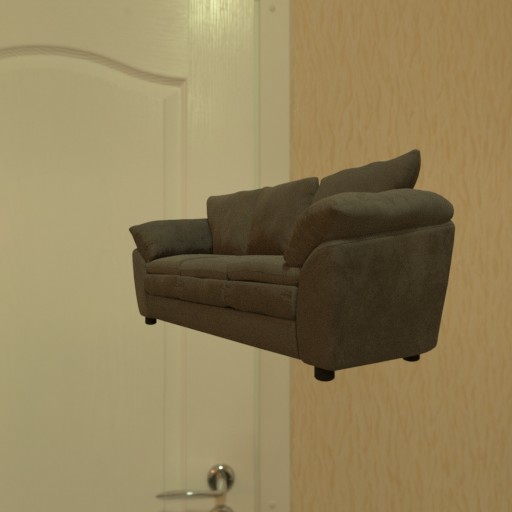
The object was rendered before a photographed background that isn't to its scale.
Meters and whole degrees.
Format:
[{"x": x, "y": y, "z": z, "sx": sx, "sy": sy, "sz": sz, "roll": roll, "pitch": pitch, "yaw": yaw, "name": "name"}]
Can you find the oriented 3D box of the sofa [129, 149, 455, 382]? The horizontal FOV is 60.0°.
[{"x": 0.000, "y": 0.000, "z": 2.881, "sx": 0.878, "sy": 1.073, "sz": 2.336, "roll": 0, "pitch": 0, "yaw": -36, "name": "sofa"}]
